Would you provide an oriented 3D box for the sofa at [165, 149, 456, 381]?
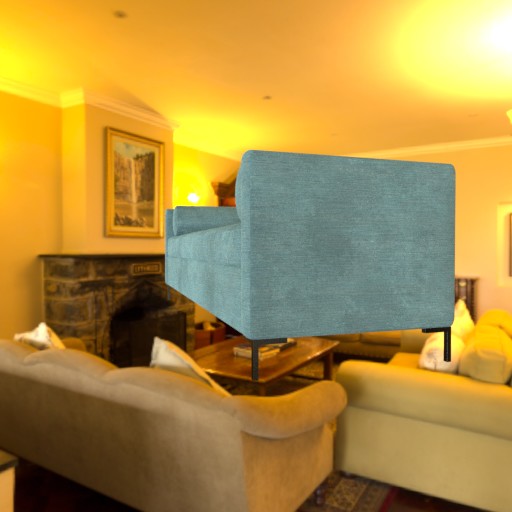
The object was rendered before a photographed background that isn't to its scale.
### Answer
[{"bbox_3d":[0.000,0.000,2.222,0.686,0.635,1.981,0,1,-18],"label":"sofa"}]
